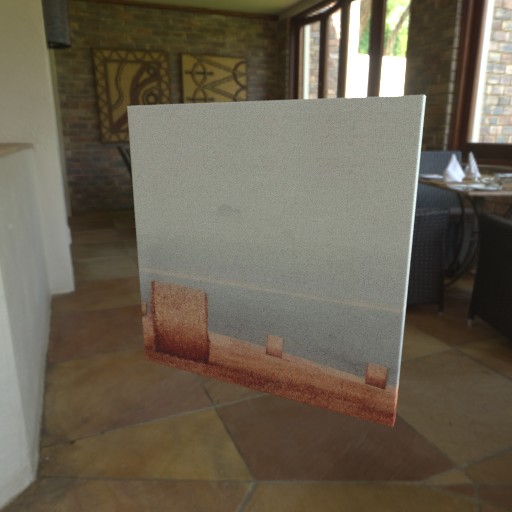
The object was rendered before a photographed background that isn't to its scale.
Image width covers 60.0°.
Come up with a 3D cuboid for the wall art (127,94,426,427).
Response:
[{"bbox_3d":[0.000,0.000,0.615,0.405,0.405,0.023,7,17,25],"label":"wall art"}]
